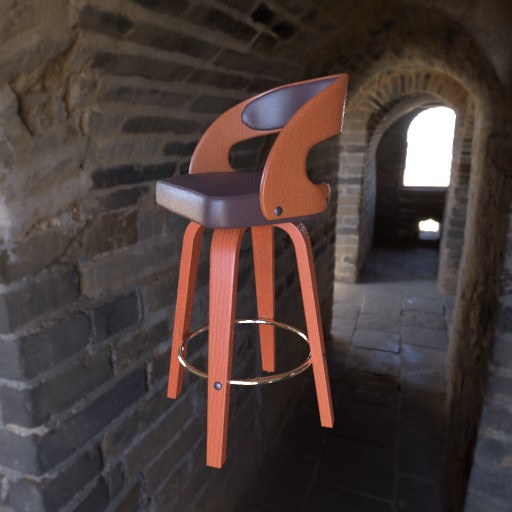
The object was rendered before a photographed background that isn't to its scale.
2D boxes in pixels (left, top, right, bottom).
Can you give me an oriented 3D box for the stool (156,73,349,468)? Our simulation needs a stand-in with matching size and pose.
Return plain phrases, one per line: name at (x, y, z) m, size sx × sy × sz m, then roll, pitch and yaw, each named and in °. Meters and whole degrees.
stool at (0.000, 0.000, 1.205) m, size 0.457 × 0.940 × 0.457 m, roll -8°, pitch 17°, yaw -27°
